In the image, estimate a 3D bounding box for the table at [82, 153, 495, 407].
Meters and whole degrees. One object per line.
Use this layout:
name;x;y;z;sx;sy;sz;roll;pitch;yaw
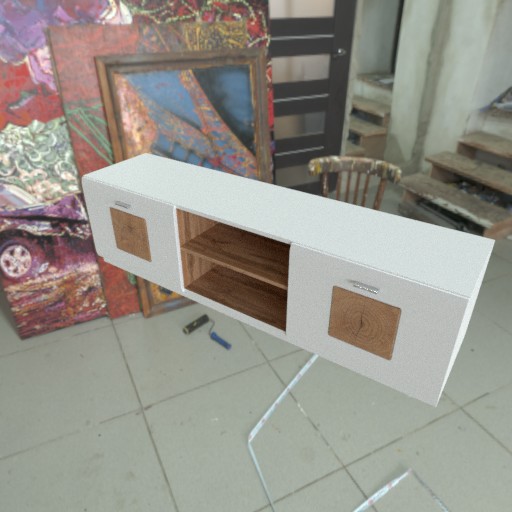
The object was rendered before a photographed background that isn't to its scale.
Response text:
table;0.000;0.000;1.740;1.550;0.440;0.400;19;36;29
